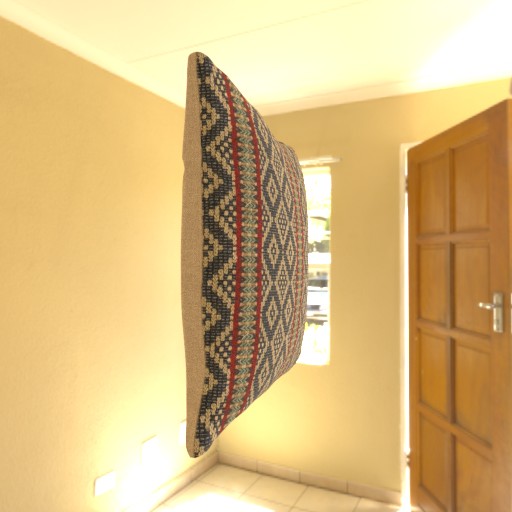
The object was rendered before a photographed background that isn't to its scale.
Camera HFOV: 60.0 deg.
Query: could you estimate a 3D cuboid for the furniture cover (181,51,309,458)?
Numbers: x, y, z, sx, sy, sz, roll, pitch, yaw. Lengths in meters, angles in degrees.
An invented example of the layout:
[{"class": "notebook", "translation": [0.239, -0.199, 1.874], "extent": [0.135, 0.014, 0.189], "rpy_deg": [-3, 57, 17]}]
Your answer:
[{"class": "furniture cover", "translation": [0.000, 0.000, 0.669], "extent": [0.139, 0.431, 0.431], "rpy_deg": [0, -1, 18]}]
